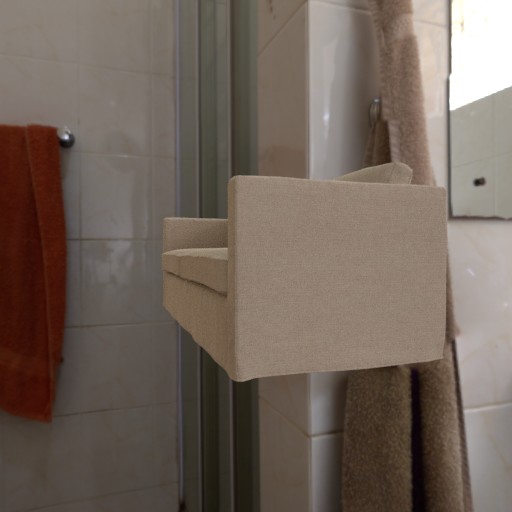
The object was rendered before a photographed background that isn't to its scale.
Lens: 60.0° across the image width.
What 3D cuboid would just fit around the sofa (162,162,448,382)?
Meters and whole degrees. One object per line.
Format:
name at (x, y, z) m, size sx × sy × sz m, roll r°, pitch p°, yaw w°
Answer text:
sofa at (0.000, 0.000, 2.777) m, size 0.962 × 0.853 × 2.312 m, roll 0°, pitch 1°, yaw -18°
